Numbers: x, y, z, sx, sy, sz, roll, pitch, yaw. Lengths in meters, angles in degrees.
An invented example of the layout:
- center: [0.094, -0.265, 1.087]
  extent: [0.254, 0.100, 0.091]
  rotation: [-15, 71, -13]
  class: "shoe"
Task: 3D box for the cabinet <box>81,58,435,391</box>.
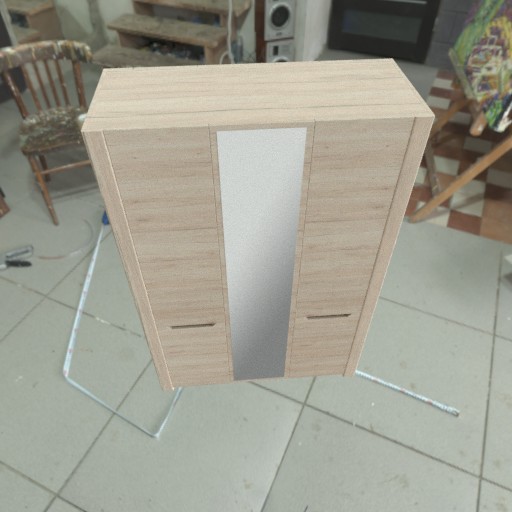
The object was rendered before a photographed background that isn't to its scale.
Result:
- center: [0.000, 0.000, 2.679]
  extent: [1.400, 2.070, 0.580]
  rotation: [-4, 46, -3]
  class: "cabinet"
